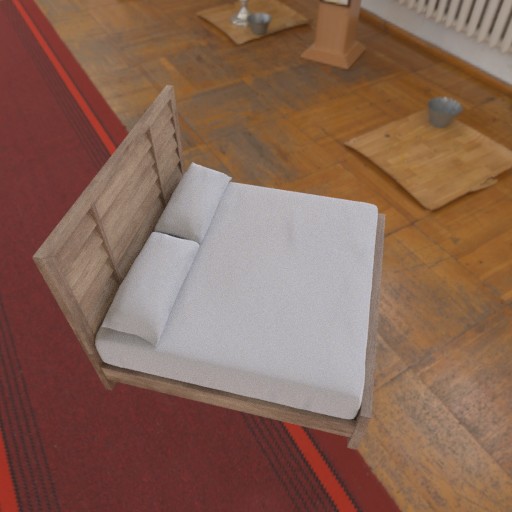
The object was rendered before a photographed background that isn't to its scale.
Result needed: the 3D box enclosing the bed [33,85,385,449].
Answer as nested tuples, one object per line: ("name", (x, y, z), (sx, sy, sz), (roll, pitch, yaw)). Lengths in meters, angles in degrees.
("bed", (0.000, 0.000, 3.549), (2.062, 1.626, 2.032), (10, 49, 9))
